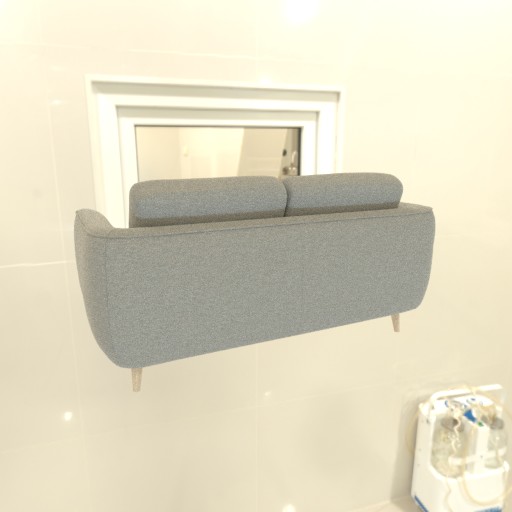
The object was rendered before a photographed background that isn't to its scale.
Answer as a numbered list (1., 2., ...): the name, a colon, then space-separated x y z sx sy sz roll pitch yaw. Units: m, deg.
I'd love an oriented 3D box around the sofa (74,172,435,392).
1. sofa: 0.000 0.000 2.274 1.700 0.850 0.920 -7 15 -25
